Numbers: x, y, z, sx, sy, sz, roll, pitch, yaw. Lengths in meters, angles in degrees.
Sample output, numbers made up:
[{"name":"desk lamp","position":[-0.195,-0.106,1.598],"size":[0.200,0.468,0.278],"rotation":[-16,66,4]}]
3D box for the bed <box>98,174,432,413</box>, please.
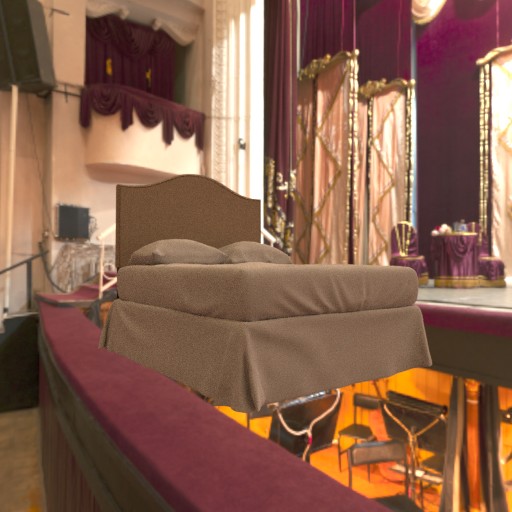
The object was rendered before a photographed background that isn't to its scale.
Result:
[{"name":"bed","position":[0.000,0.000,3.600],"size":[1.876,1.645,2.221],"rotation":[1,-1,-37]}]
